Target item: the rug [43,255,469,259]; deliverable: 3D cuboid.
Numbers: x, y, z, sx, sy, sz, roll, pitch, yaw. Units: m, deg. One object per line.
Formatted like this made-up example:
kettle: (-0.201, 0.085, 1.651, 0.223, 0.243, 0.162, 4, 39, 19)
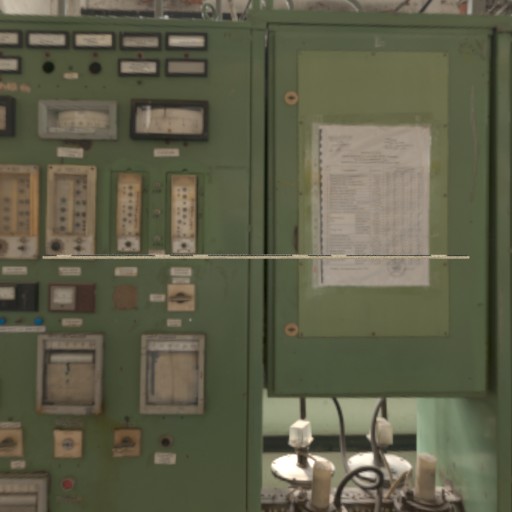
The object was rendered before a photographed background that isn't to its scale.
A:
rug: (0.000, 0.000, 4.076, 2.466, 0.021, 3.049, 0, 0, 0)
